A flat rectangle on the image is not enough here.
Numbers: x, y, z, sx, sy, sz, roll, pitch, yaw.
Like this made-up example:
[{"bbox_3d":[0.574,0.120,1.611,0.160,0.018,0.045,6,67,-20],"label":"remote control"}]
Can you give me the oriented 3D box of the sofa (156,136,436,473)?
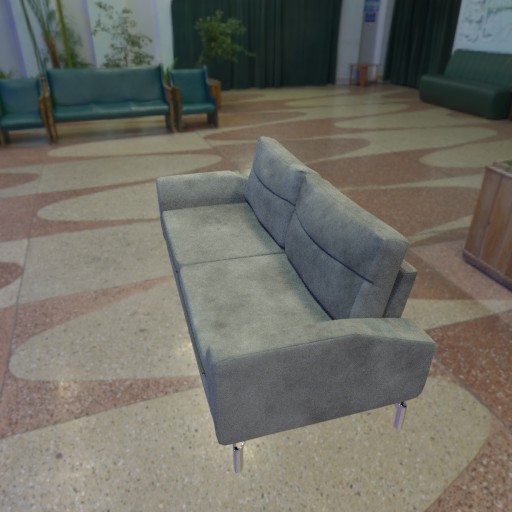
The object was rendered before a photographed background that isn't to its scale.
[{"bbox_3d":[0.000,0.000,2.307,0.849,0.859,1.837,-8,30,-14],"label":"sofa"}]
